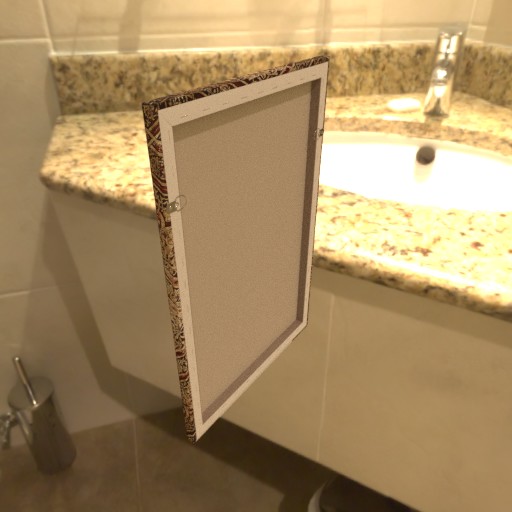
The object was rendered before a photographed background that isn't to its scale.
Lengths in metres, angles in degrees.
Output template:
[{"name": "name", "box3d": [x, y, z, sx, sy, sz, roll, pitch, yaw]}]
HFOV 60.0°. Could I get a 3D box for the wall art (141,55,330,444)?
[{"name": "wall art", "box3d": [0.000, 0.000, 0.778, 0.020, 0.599, 0.397, 22, 39, 30]}]
